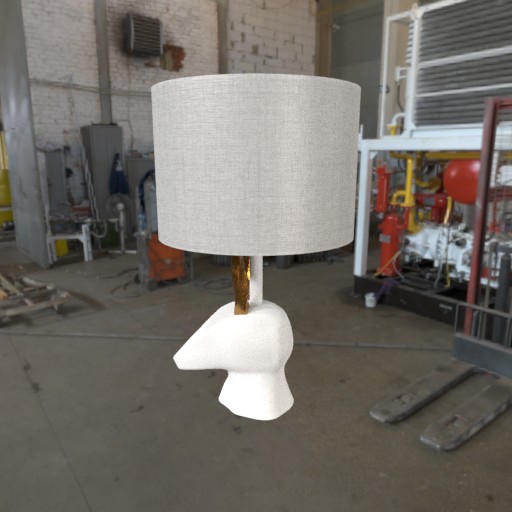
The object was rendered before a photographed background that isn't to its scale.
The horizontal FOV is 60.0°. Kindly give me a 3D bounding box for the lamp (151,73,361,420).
[{"bbox_3d":[0.000,0.000,0.701,0.298,0.503,0.298,2,13,8],"label":"lamp"}]
